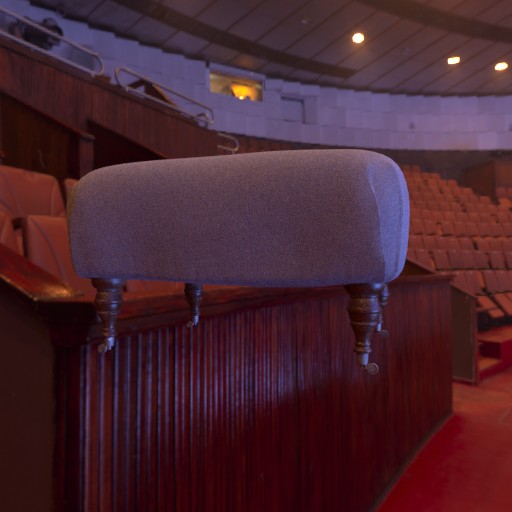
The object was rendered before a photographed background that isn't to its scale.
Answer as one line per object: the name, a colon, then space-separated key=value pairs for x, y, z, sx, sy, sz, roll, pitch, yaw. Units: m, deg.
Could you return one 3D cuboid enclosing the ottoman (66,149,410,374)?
ottoman: x=0.000 y=0.000 z=1.141 sx=0.747 sy=0.450 sz=0.622 roll=0 pitch=-1 yaw=19
